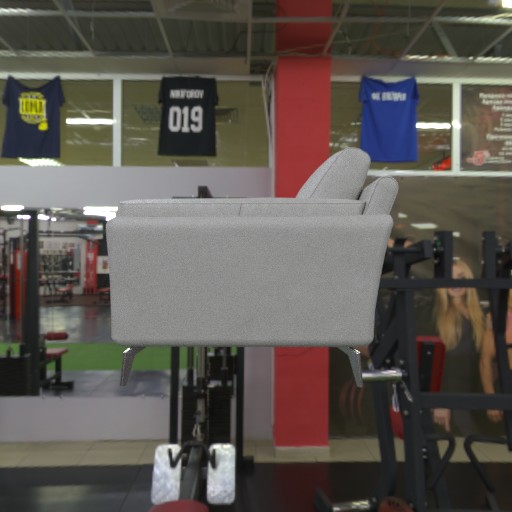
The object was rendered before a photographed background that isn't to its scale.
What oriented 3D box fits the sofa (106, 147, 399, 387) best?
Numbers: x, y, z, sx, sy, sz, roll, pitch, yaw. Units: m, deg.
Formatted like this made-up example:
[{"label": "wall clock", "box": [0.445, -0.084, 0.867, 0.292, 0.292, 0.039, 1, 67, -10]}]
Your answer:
[{"label": "sofa", "box": [0.000, 0.000, 2.580, 1.049, 0.930, 2.101, 0, 0, 1]}]
